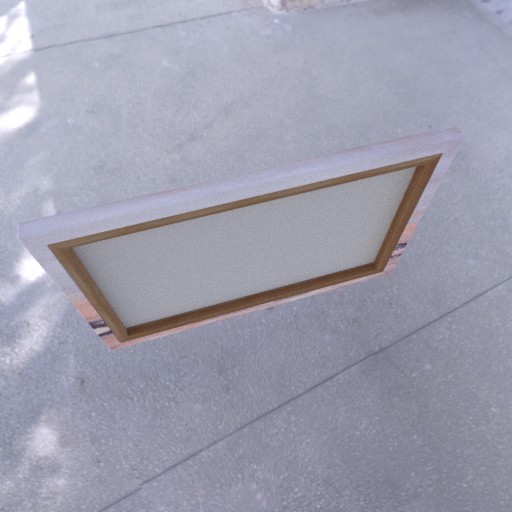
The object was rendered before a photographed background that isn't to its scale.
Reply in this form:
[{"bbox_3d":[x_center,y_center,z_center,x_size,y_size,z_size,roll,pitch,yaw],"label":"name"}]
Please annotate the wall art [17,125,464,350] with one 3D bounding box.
[{"bbox_3d":[0.000,0.000,1.138,0.913,0.609,0.038,-14,60,-8],"label":"wall art"}]
